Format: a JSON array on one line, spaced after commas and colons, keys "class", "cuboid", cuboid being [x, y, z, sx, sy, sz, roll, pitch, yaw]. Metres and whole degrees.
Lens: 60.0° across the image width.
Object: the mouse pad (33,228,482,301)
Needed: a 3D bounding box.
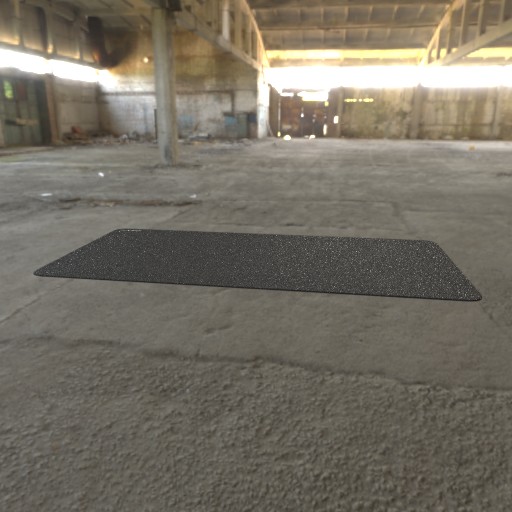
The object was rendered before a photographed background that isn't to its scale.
[{"class": "mouse pad", "cuboid": [0.000, 0.000, 1.062, 0.907, 0.003, 0.424, 3, 17, 9]}]
